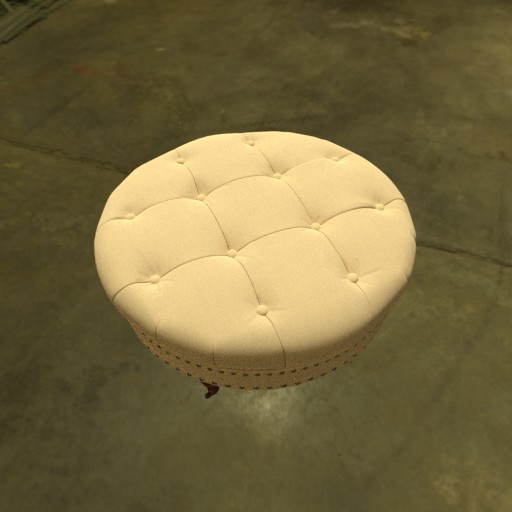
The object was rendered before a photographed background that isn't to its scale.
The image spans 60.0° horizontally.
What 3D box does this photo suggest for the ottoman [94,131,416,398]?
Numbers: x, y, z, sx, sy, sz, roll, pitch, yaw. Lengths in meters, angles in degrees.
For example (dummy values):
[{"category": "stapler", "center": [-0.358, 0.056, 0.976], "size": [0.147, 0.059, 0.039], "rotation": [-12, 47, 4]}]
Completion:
[{"category": "ottoman", "center": [0.000, 0.000, 1.381], "size": [0.901, 0.439, 0.901], "rotation": [0, 48, 0]}]
